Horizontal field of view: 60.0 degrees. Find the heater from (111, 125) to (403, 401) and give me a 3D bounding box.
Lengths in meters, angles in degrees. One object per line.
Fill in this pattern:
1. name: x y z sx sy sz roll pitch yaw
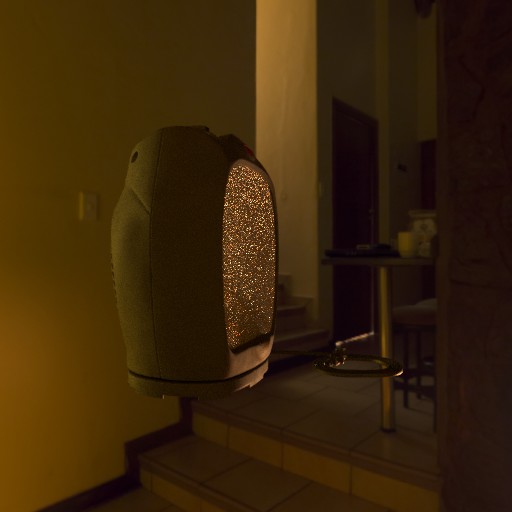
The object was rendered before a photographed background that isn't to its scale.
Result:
1. heater: 0.000 0.000 0.471 0.291 0.255 0.239 0 0 21
